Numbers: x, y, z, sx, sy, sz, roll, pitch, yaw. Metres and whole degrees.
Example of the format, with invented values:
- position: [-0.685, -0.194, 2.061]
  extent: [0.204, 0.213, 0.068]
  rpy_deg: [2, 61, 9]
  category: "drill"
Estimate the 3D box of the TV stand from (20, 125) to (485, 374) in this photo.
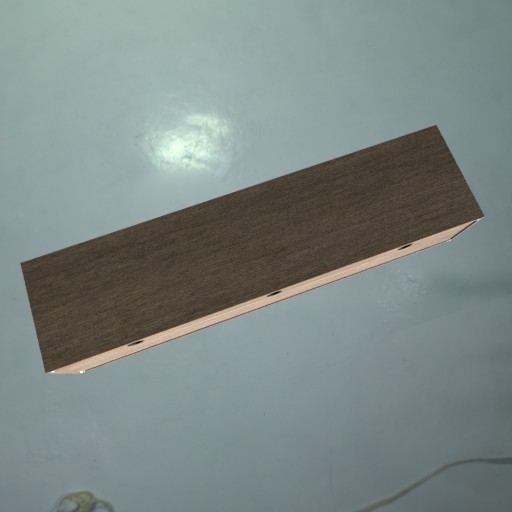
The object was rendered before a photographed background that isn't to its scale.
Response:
- position: [0.000, 0.000, 1.645]
  extent: [1.482, 0.409, 0.366]
  rpy_deg: [-19, 76, -5]
  category: "TV stand"
